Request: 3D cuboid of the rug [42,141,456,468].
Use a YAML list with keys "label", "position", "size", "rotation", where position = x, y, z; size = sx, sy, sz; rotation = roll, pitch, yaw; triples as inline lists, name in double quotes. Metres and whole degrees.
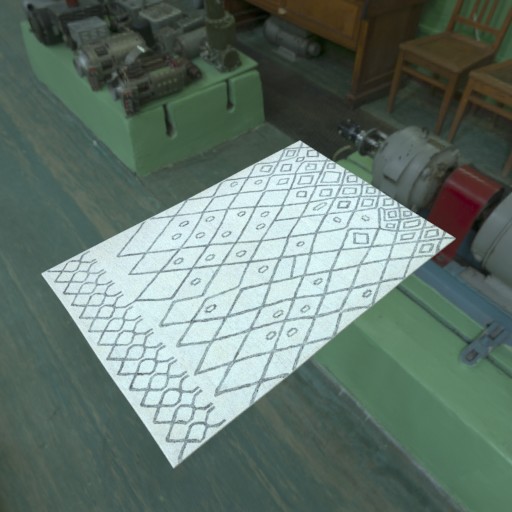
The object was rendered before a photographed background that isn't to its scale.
- label: "rug"
  position: [0.000, 0.000, 2.339]
  size: [1.828, 0.015, 1.222]
  rotation: [-32, 56, -25]
